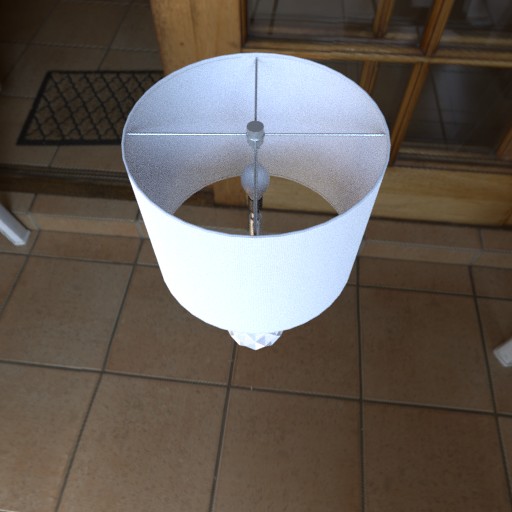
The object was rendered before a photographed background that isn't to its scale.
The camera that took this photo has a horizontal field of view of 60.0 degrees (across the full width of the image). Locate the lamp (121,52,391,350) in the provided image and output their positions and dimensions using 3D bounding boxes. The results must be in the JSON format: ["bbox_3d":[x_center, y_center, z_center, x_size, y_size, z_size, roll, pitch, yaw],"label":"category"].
[{"bbox_3d":[0.000,0.000,0.709,0.297,0.522,0.297,0,57,0],"label":"lamp"}]
